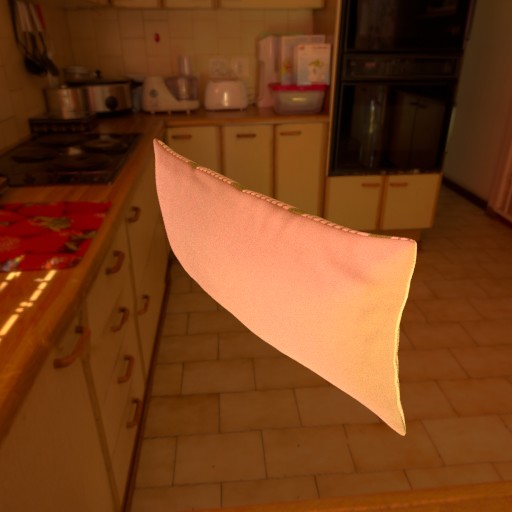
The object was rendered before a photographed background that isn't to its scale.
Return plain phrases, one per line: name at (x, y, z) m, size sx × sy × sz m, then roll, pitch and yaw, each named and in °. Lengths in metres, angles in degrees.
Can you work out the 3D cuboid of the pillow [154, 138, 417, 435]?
pillow at (0.000, 0.000, 0.721) m, size 0.156 × 0.292 × 0.608 m, roll -17°, pitch 31°, yaw -31°
